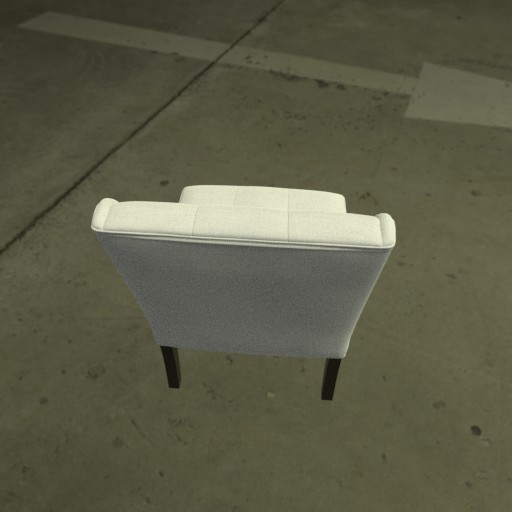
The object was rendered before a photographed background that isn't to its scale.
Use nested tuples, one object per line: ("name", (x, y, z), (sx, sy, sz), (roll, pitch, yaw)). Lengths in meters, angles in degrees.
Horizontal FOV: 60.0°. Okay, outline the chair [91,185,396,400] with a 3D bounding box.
("chair", (0.000, 0.000, 1.313), (0.569, 0.853, 0.676), (3, 47, 3))
